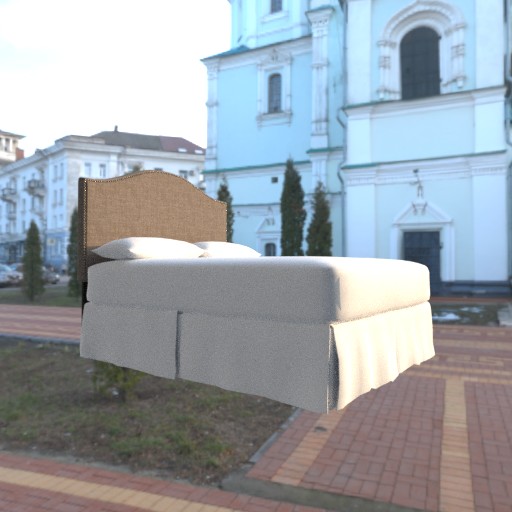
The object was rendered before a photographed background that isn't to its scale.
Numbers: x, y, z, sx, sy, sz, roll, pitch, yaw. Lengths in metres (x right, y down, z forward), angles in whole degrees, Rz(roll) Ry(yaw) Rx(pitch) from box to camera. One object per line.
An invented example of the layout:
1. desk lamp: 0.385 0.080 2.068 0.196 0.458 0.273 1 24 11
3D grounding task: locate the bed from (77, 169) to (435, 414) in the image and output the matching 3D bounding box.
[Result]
1. bed: 0.000 0.000 3.280 2.153 1.518 1.713 -1 -1 37
